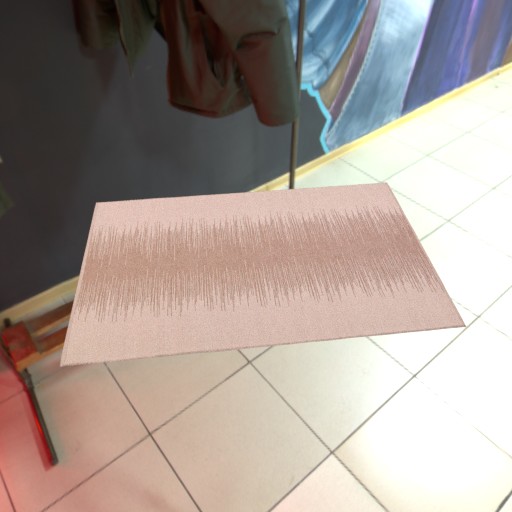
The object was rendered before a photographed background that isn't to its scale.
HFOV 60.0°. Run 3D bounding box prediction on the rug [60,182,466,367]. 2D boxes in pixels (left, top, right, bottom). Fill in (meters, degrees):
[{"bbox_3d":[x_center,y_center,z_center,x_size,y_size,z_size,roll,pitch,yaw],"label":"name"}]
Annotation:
[{"bbox_3d":[0.000,0.000,3.164,2.440,0.012,1.522,-5,45,-5],"label":"rug"}]
